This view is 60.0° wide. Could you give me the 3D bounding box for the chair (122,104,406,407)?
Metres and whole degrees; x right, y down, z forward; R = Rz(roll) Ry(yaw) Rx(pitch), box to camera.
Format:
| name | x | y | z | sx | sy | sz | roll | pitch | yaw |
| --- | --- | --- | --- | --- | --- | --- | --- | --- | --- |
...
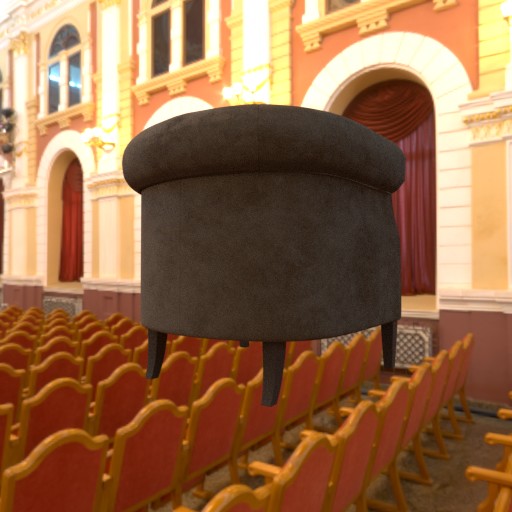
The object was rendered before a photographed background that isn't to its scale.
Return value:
| name | x | y | z | sx | sy | sz | roll | pitch | yaw |
| --- | --- | --- | --- | --- | --- | --- | --- | --- | --- |
| chair | 0.000 | 0.000 | 1.575 | 0.904 | 0.826 | 0.851 | -1 | -2 | 37 |
